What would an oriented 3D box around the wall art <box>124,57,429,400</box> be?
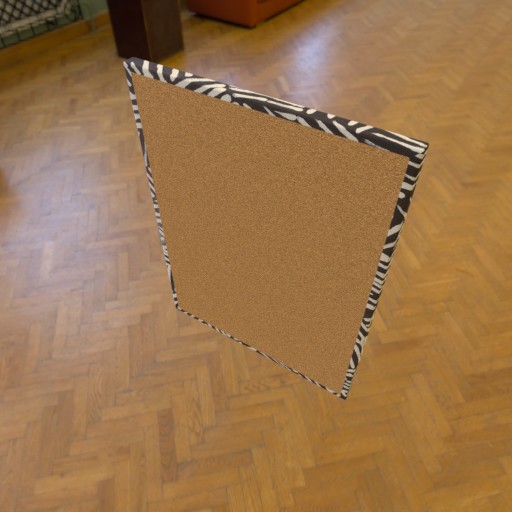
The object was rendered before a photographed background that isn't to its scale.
[{"bbox_3d":[0.000,0.000,1.347,0.765,1.017,0.038,24,51,22],"label":"wall art"}]
